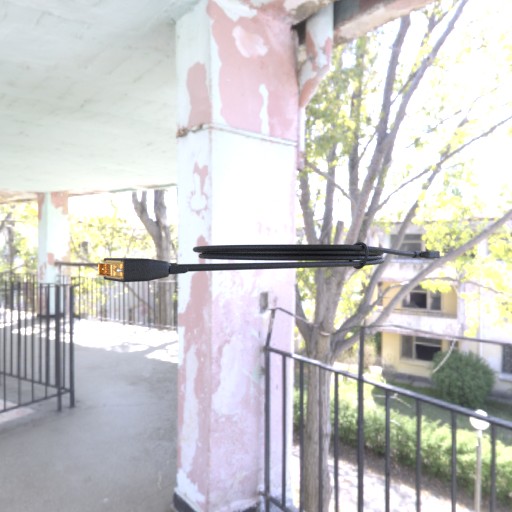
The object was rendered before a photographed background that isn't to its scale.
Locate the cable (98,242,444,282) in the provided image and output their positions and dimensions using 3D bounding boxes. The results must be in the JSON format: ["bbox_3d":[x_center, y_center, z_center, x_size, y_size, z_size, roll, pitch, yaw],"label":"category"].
[{"bbox_3d":[0.000,0.000,0.517,0.422,0.030,0.257,0,1,-37],"label":"cable"}]
